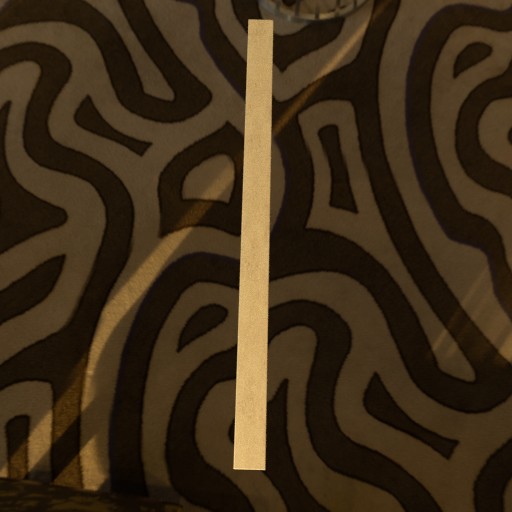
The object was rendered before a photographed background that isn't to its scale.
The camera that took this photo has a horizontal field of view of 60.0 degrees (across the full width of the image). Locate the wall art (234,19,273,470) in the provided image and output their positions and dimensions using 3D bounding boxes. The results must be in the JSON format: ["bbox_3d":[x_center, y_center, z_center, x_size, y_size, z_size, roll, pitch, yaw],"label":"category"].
[{"bbox_3d":[0.000,0.000,0.691,0.032,0.380,0.532,1,76,0],"label":"wall art"}]
